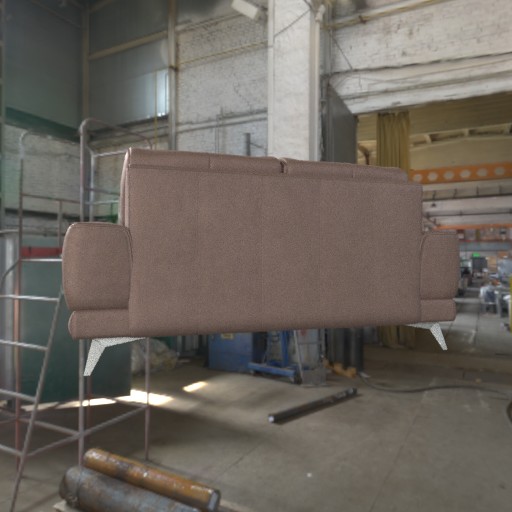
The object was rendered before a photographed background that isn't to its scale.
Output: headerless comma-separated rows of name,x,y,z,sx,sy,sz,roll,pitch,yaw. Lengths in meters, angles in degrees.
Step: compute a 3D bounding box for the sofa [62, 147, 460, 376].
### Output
sofa,0.000,0.000,2.337,1.806,0.907,1.018,0,-1,-18
